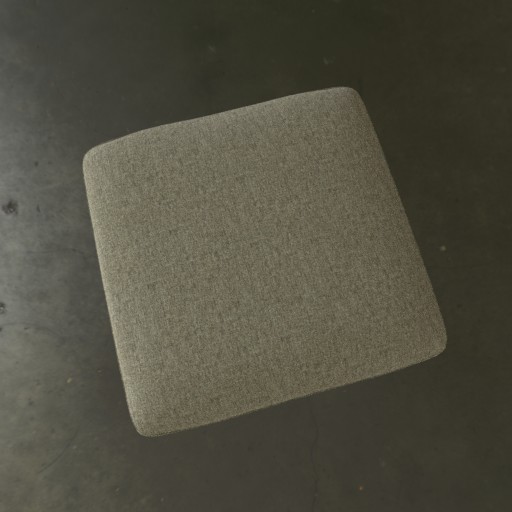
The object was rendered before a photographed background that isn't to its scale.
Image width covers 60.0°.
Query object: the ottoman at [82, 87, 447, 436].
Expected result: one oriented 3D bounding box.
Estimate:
[{"bbox_3d":[0.000,0.000,1.635,1.039,0.526,1.035,-15,77,-4],"label":"ottoman"}]
